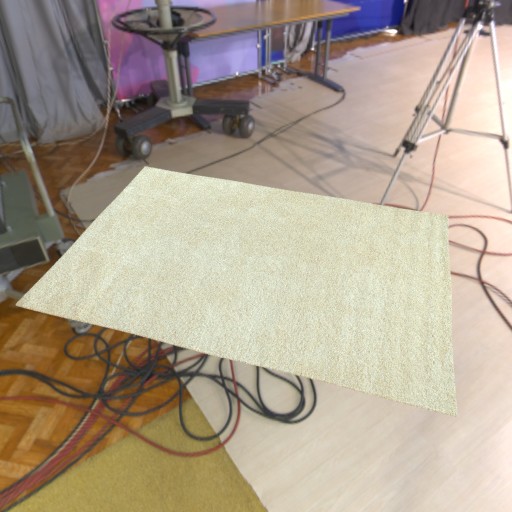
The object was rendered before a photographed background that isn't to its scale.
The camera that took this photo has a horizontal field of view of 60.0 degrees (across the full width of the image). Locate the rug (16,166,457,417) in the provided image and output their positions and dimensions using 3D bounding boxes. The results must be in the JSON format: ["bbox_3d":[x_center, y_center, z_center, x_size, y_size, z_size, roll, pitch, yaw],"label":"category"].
[{"bbox_3d":[0.000,0.000,3.219,2.699,0.025,1.800,11,43,12],"label":"rug"}]
